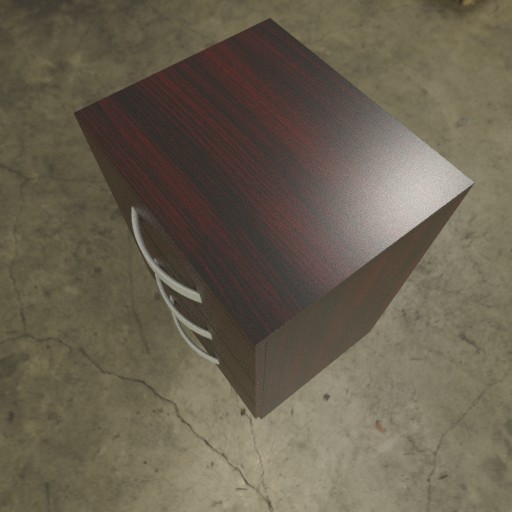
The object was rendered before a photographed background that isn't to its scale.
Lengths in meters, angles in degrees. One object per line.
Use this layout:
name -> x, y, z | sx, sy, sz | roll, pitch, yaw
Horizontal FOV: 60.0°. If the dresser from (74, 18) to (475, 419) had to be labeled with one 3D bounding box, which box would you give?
dresser -> 0.000, 0.000, 0.805 | 0.360, 0.560, 0.400 | -34, 67, -17
